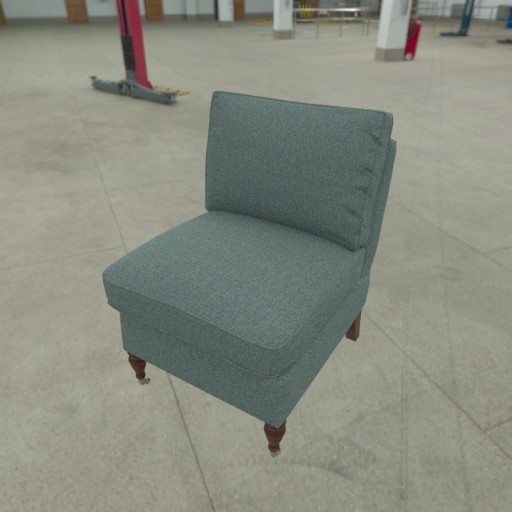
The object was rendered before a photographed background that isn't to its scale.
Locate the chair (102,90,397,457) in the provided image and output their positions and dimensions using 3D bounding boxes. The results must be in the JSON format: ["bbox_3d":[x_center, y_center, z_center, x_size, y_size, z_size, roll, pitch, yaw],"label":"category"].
[{"bbox_3d":[0.000,0.000,1.436,0.624,0.901,0.796,18,35,27],"label":"chair"}]
